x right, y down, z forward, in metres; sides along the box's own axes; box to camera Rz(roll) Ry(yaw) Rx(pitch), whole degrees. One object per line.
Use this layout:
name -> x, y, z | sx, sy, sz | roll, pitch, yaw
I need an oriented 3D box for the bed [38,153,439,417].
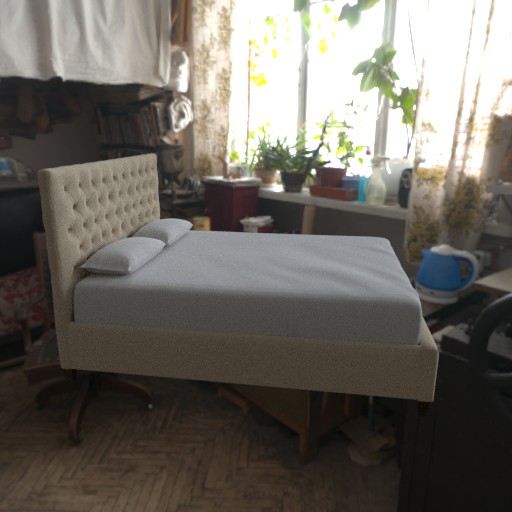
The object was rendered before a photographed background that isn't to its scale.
bed -> 0.000, 0.000, 3.400 | 2.387, 1.427, 1.698 | 3, 16, 9
